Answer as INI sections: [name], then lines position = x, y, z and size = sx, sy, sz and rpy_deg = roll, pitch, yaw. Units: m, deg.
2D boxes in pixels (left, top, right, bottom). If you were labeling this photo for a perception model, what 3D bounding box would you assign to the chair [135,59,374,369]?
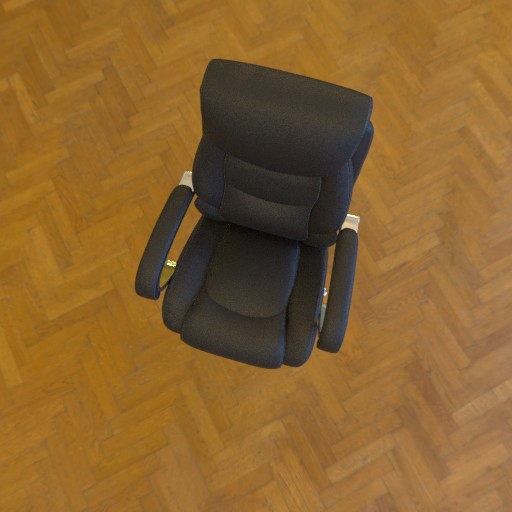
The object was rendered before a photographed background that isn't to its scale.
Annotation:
[chair]
position = 0.000, 0.000, 1.700
size = 0.755, 1.183, 0.790
rpy_deg = 15, 76, 4
